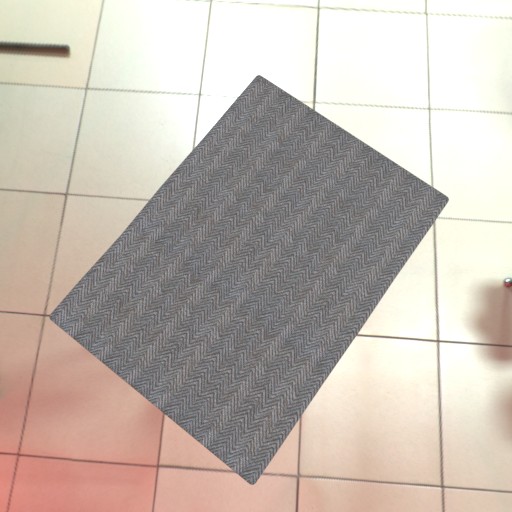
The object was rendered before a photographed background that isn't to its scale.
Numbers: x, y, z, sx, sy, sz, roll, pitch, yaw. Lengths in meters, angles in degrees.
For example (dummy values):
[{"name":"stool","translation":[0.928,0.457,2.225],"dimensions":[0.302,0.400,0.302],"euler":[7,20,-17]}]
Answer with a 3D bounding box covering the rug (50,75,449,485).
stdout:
[{"name":"rug","translation":[0.000,0.000,5.169],"dimensions":[2.894,0.011,3.957],"euler":[36,78,9]}]
